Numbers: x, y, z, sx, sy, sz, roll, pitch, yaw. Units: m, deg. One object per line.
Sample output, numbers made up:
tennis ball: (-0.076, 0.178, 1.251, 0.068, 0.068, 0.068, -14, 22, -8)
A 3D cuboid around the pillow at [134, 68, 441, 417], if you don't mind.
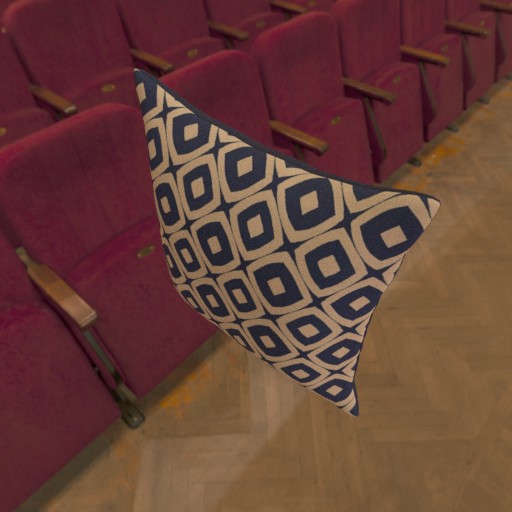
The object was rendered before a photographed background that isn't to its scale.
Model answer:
pillow: (0.000, 0.000, 0.742, 0.504, 0.494, 0.188, 32, 54, 28)
